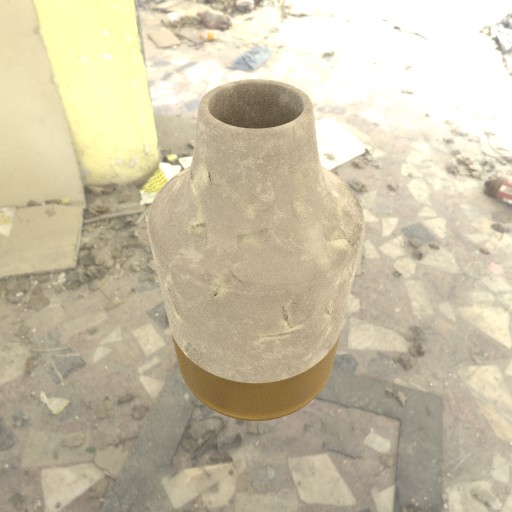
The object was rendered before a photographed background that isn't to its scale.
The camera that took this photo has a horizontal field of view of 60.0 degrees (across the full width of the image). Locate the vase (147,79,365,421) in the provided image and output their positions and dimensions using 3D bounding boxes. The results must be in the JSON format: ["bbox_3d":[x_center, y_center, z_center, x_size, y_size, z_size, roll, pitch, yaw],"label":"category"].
[{"bbox_3d":[0.000,0.000,0.417,0.184,0.305,0.184,0,46,0],"label":"vase"}]
